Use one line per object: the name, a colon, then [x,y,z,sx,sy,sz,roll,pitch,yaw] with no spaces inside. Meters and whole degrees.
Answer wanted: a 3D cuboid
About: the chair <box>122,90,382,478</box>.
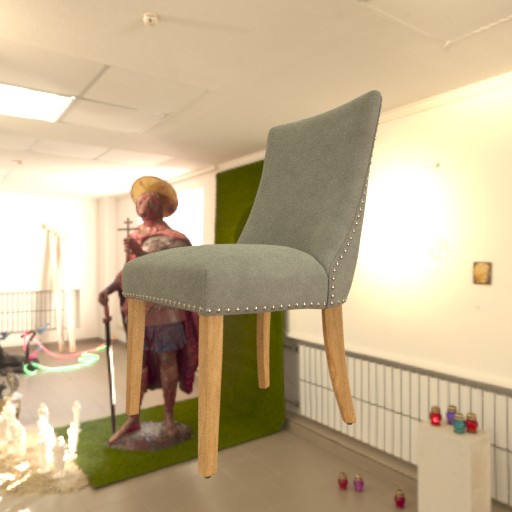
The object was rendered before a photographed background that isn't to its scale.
chair: [0.000,0.000,1.239,0.610,0.902,0.495,0,0,-36]
